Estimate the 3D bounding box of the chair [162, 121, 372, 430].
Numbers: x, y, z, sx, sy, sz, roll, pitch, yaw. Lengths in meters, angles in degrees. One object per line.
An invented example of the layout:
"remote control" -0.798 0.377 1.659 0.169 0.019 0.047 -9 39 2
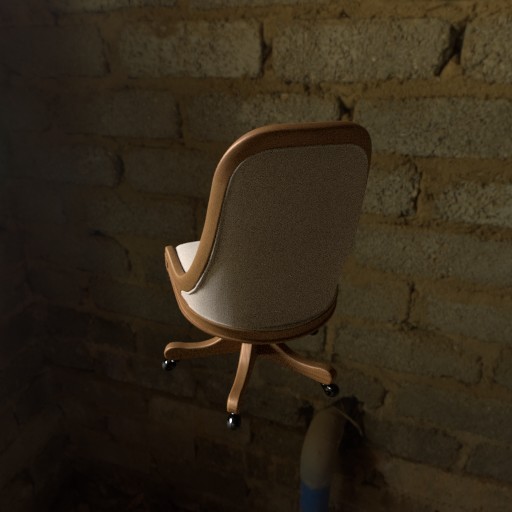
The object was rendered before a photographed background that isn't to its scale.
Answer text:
"chair" 0.000 0.000 1.557 0.702 1.009 0.811 -8 26 -17
